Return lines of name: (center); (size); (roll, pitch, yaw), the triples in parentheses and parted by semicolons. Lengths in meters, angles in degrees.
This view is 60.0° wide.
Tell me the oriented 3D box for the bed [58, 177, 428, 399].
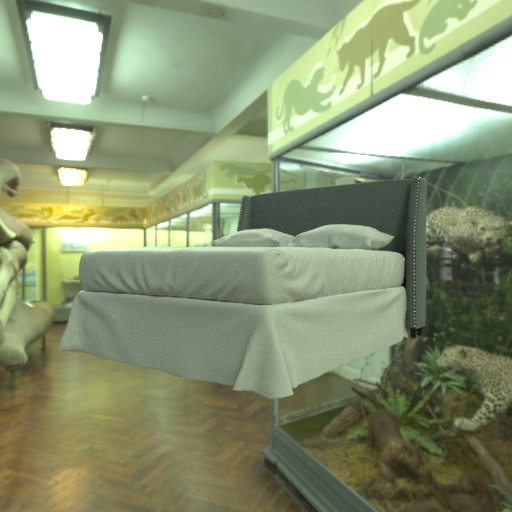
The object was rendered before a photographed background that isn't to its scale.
bed: (0.000, 0.000, 3.406); (1.925, 1.332, 2.276); (0, 0, 37)
